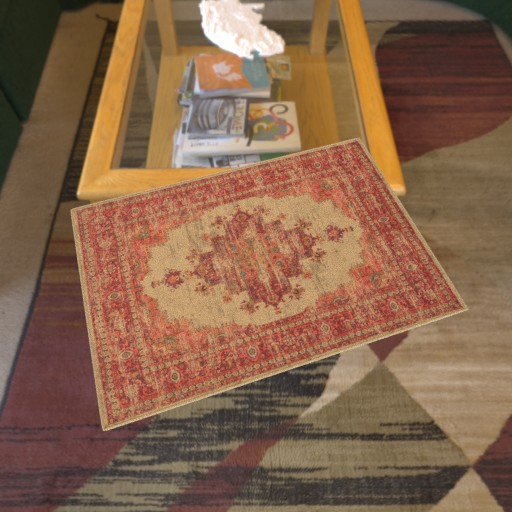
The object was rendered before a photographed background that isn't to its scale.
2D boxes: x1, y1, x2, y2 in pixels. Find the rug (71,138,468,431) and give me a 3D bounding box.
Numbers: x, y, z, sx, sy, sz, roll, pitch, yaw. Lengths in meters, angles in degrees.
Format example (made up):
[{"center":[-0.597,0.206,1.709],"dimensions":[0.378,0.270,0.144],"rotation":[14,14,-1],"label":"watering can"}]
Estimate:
[{"center":[0.000,0.000,2.915],"dimensions":[2.232,0.011,1.555],"rotation":[-16,60,-9],"label":"rug"}]
